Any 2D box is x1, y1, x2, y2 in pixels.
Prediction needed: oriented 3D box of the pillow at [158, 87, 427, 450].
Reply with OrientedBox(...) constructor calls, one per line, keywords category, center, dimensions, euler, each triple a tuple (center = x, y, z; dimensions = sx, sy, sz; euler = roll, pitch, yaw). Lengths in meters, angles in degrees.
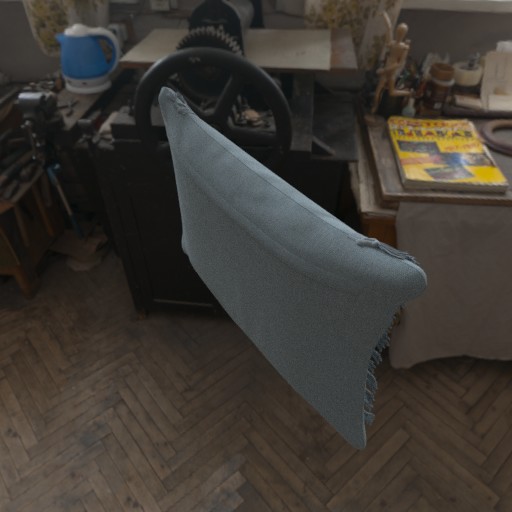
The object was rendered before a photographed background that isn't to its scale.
OrientedBox(category="pillow", center=(0.000, 0.000, 0.581), dimensions=(0.084, 0.305, 0.466), euler=(-25, 48, -25))
